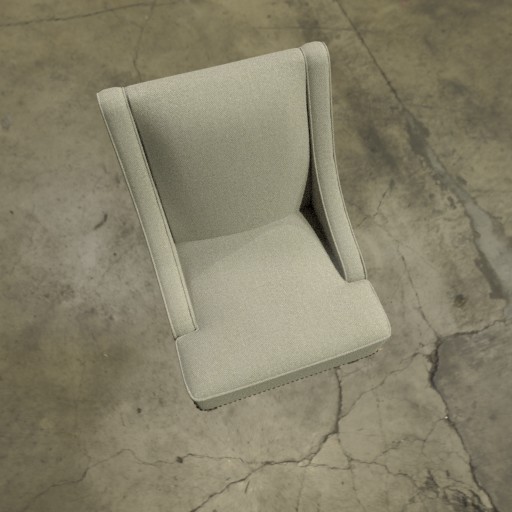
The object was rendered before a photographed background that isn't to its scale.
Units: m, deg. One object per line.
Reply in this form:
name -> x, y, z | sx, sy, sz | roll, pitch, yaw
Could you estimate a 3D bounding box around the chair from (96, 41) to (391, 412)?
chair -> 0.000, 0.000, 1.390 | 0.628, 0.872, 0.748 | -16, 65, -8
